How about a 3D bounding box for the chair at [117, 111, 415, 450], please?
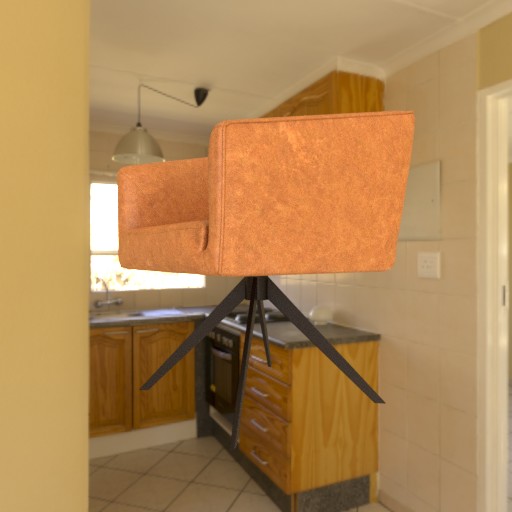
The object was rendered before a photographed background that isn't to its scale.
[{"bbox_3d":[0.000,0.000,1.203,0.625,0.760,0.588,0,0,-36],"label":"chair"}]
